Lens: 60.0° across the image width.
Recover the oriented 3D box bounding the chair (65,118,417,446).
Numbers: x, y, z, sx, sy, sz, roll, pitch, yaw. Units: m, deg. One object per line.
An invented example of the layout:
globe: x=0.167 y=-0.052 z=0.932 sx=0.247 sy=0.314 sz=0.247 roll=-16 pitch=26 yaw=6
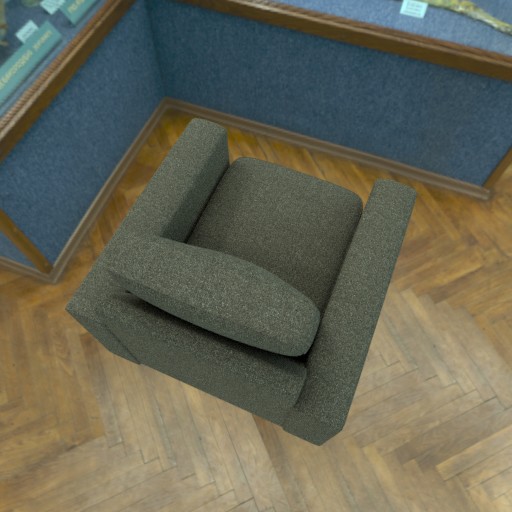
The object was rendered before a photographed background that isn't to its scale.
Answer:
chair: x=0.000 y=0.000 z=1.744 sx=1.005 sy=0.873 sz=1.016 roll=21 pitch=64 yaw=11
